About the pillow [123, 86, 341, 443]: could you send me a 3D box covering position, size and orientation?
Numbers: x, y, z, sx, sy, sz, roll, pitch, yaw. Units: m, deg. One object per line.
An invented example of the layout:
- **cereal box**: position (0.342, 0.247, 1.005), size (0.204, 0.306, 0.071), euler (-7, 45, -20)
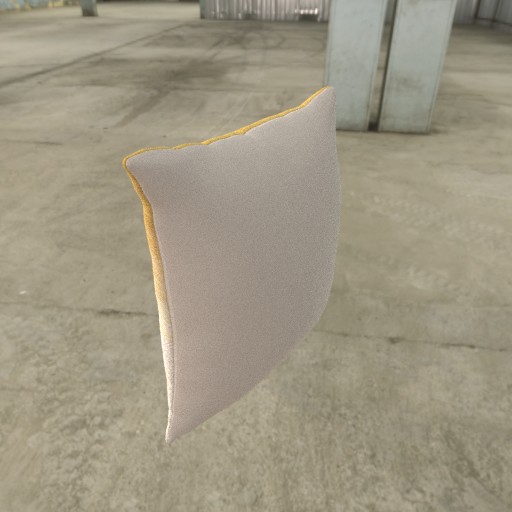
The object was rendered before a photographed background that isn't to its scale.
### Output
- **pillow**: position (0.000, 0.000, 0.706), size (0.211, 0.450, 0.450), euler (20, 37, 30)
